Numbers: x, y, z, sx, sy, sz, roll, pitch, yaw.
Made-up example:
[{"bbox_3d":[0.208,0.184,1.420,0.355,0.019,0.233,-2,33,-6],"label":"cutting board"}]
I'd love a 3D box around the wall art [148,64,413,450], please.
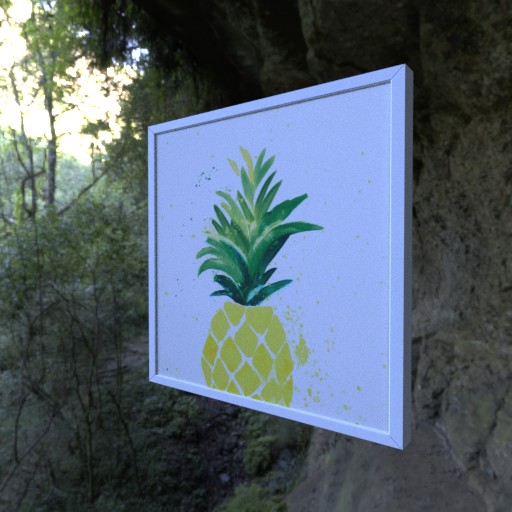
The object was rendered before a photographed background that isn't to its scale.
[{"bbox_3d":[0.000,0.000,0.451,0.307,0.307,0.020,1,1,36],"label":"wall art"}]
